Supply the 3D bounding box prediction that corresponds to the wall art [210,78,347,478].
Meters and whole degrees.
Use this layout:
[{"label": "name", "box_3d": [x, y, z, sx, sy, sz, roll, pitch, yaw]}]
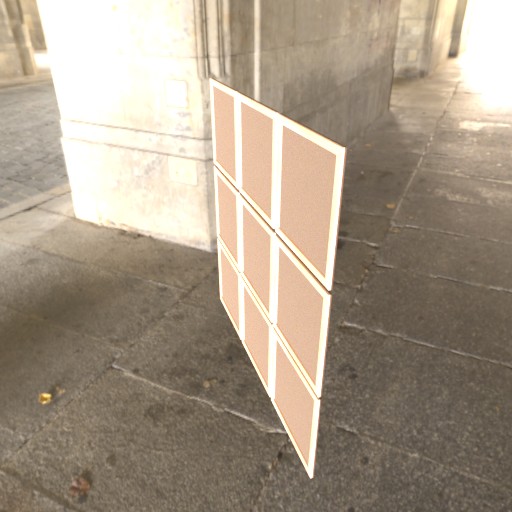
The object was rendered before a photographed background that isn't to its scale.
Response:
[{"label": "wall art", "box_3d": [0.000, 0.000, 1.820, 0.013, 1.218, 1.216, -10, 31, -17]}]
